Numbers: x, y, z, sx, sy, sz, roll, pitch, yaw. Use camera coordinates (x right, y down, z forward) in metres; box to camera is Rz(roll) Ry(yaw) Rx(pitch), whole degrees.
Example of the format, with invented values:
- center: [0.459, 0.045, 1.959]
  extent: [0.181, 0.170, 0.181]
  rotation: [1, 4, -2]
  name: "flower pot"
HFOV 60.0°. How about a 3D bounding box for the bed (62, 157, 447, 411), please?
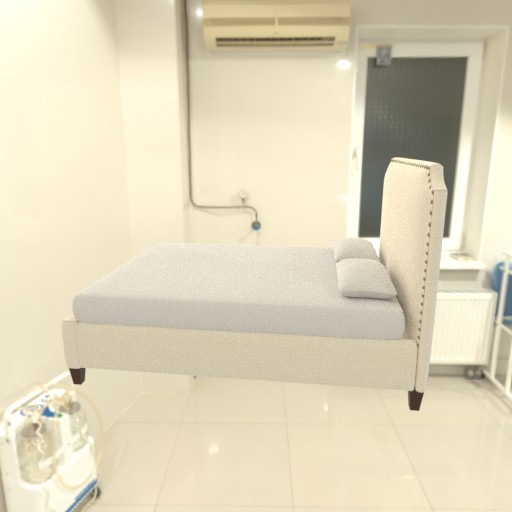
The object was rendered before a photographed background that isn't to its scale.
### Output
- center: [0.000, 0.000, 3.489]
  extent: [2.372, 1.497, 1.712]
  rotation: [2, 14, 8]
  name: "bed"
